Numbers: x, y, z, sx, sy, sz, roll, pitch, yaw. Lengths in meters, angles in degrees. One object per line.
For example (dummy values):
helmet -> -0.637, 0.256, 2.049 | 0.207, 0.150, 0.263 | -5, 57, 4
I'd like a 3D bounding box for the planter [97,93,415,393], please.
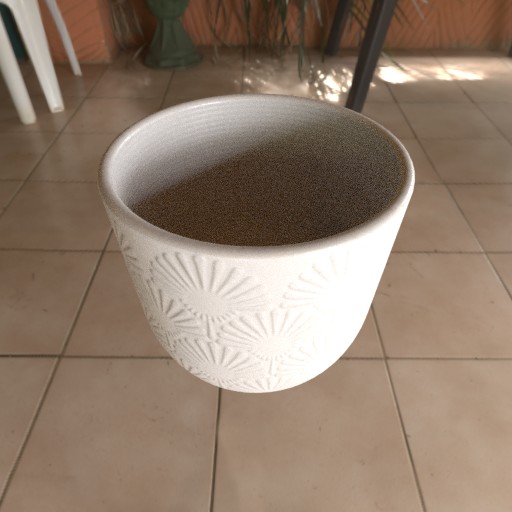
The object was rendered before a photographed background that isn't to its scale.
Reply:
planter -> 0.000, 0.000, 0.294 | 0.170, 0.152, 0.170 | 0, 42, 0
